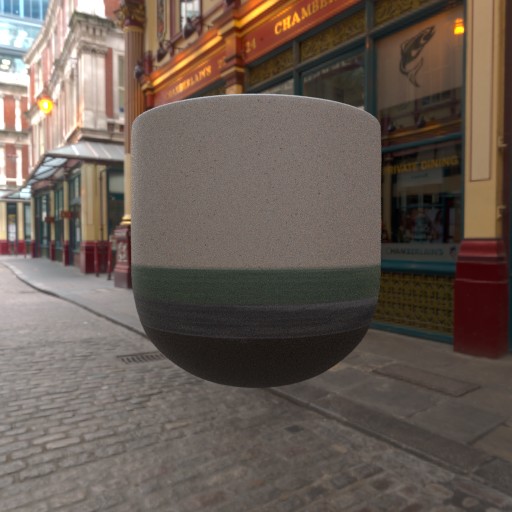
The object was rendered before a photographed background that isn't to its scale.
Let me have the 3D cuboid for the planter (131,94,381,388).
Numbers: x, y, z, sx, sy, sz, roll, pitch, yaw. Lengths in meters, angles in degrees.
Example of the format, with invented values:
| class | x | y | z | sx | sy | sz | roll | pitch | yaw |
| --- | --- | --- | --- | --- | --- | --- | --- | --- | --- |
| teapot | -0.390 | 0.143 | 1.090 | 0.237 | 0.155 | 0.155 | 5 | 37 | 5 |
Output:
| class | x | y | z | sx | sy | sz | roll | pitch | yaw |
| --- | --- | --- | --- | --- | --- | --- | --- | --- | --- |
| planter | 0.000 | 0.000 | 0.495 | 0.268 | 0.270 | 0.268 | 0 | 1 | 0 |
